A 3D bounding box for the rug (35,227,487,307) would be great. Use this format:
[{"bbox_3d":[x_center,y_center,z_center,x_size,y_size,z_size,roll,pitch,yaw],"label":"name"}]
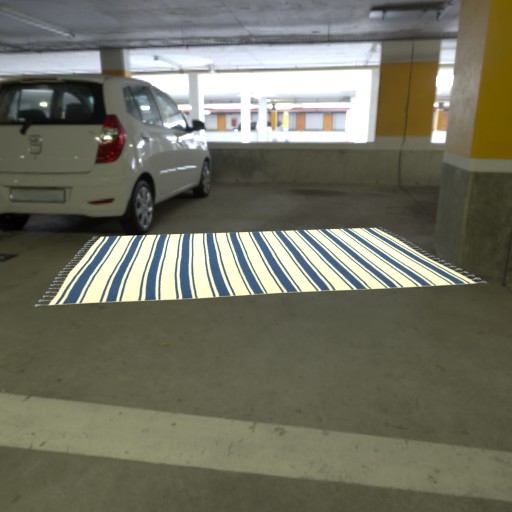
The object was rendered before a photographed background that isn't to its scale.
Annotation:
[{"bbox_3d":[0.000,0.000,2.598,2.108,0.009,1.248,-2,16,-8],"label":"rug"}]
